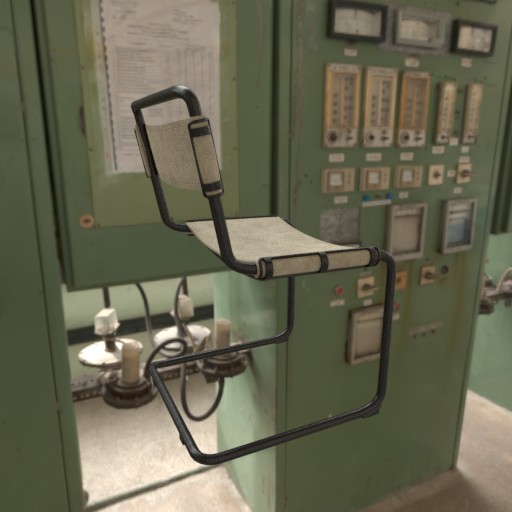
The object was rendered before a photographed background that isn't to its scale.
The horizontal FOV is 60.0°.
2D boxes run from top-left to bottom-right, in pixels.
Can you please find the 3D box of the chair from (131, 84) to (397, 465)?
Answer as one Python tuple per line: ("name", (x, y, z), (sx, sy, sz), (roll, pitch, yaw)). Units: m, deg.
("chair", (0.000, 0.000, 1.111), (0.497, 0.747, 0.499), (-7, 16, -25))
